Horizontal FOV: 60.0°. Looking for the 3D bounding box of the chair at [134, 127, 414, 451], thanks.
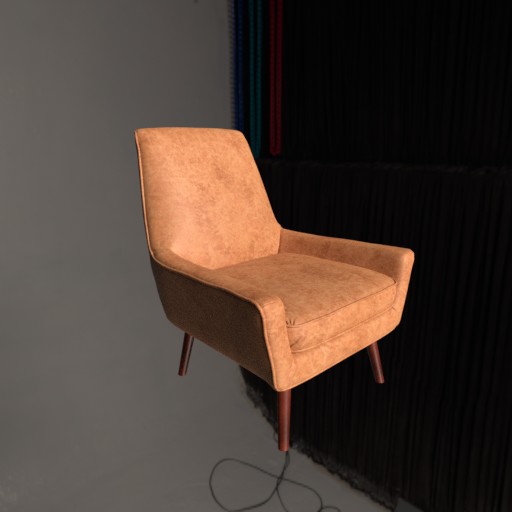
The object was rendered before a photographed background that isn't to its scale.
[{"bbox_3d":[0.000,0.000,1.565,0.753,0.883,0.851,-14,20,-42],"label":"chair"}]
